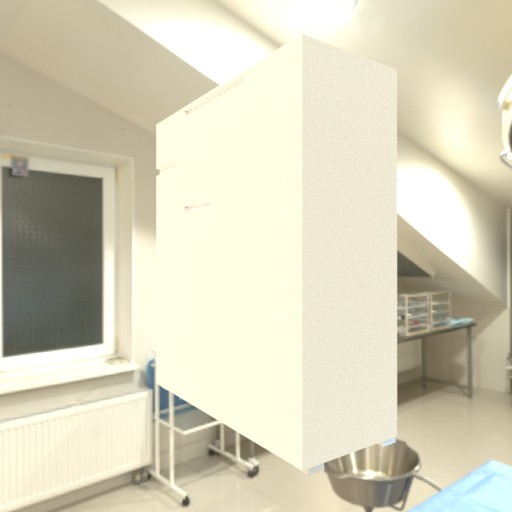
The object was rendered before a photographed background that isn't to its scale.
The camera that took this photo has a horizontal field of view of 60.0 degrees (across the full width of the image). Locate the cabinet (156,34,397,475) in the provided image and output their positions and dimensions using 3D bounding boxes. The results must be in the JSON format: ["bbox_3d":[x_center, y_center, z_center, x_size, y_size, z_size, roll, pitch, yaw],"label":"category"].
[{"bbox_3d":[0.000,0.000,1.710,0.400,1.190,1.000,0,0,-35],"label":"cabinet"}]
